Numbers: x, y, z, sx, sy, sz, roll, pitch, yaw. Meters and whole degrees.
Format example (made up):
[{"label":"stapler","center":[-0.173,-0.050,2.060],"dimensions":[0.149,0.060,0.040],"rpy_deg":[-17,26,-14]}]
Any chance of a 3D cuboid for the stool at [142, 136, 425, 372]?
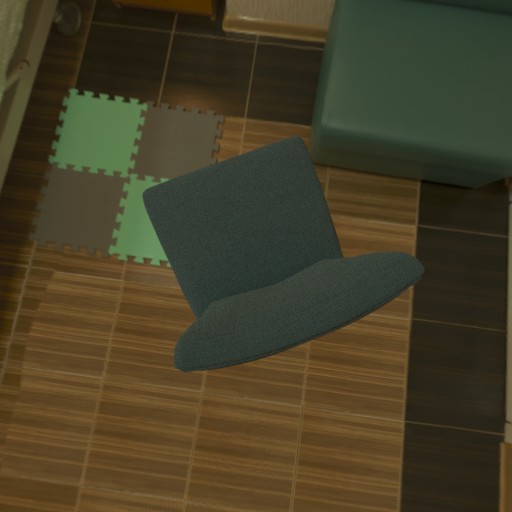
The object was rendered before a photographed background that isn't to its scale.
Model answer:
[{"label":"stool","center":[0.000,0.000,1.348],"dimensions":[0.514,1.000,0.574],"rpy_deg":[-21,78,-5]}]
